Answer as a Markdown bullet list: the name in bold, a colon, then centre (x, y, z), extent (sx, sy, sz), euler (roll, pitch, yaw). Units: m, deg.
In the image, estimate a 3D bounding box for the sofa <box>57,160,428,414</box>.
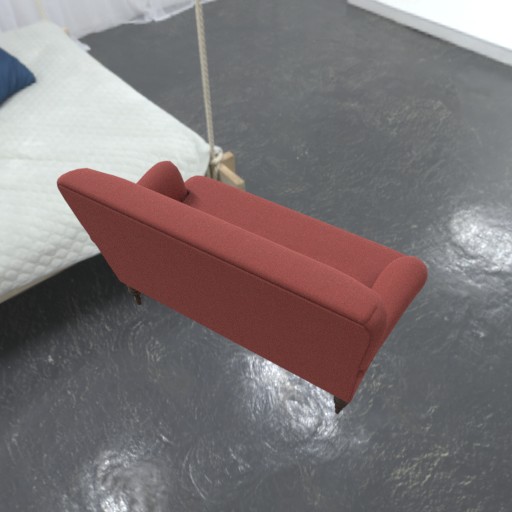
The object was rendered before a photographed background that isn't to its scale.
- **sofa**: centre (0.000, 0.000, 1.852), extent (1.297, 0.889, 0.779), euler (24, 52, 20)
